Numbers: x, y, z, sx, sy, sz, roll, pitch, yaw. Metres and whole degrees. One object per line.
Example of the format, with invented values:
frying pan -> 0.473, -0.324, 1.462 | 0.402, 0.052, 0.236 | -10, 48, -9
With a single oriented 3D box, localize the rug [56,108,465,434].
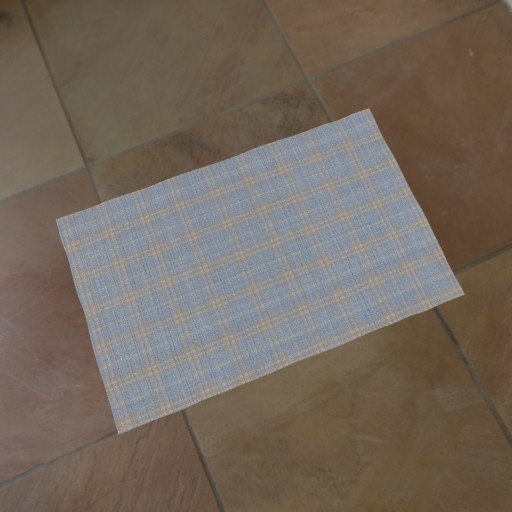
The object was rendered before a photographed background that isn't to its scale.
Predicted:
rug -> 0.000, 0.000, 3.082 | 2.460, 0.016, 1.545 | -21, 76, -5
